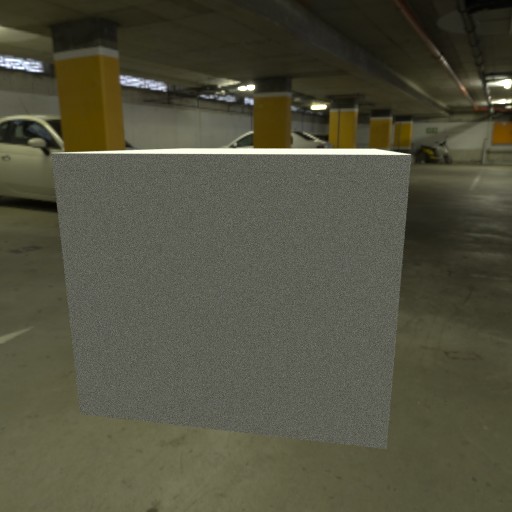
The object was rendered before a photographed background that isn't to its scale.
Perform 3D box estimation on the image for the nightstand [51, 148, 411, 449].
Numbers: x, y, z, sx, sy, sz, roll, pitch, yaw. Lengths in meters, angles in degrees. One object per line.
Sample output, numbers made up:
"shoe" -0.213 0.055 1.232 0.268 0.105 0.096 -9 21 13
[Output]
"nightstand" 0.000 0.000 0.756 0.408 0.351 0.470 3 14 10
